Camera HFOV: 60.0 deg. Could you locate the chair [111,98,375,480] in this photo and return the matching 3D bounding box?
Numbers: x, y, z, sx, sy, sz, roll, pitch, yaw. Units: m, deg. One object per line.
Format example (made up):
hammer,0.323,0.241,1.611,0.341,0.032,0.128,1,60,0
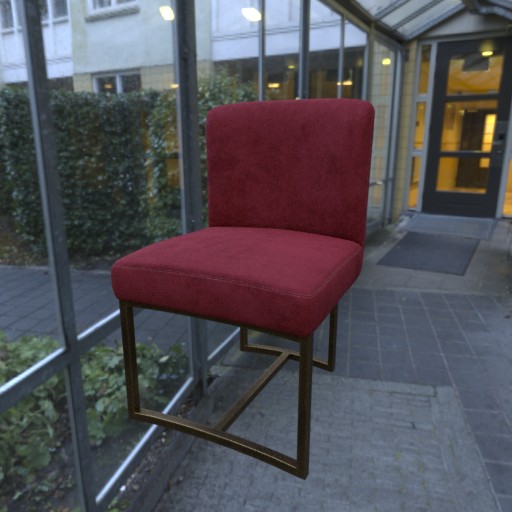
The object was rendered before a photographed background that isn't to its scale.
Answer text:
chair,0.000,0.000,1.182,0.530,0.824,0.560,7,16,26
